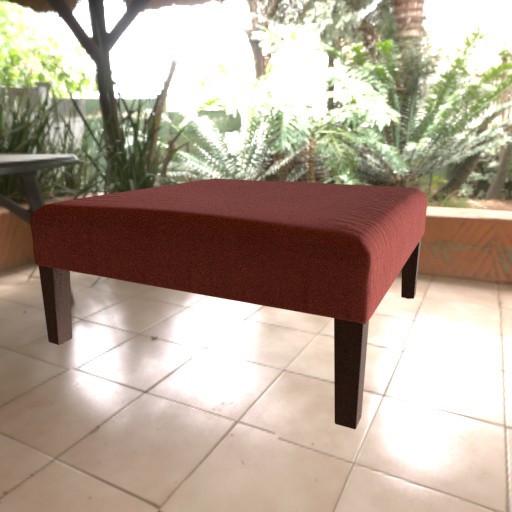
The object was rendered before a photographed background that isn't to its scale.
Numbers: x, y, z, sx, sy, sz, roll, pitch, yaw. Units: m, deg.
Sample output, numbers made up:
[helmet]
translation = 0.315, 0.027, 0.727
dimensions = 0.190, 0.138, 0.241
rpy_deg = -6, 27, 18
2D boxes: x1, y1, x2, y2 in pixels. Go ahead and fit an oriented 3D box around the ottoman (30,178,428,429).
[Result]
[ottoman]
translation = 0.000, 0.000, 1.380
dimensions = 0.890, 0.411, 0.889
rpy_deg = 7, 17, 26
